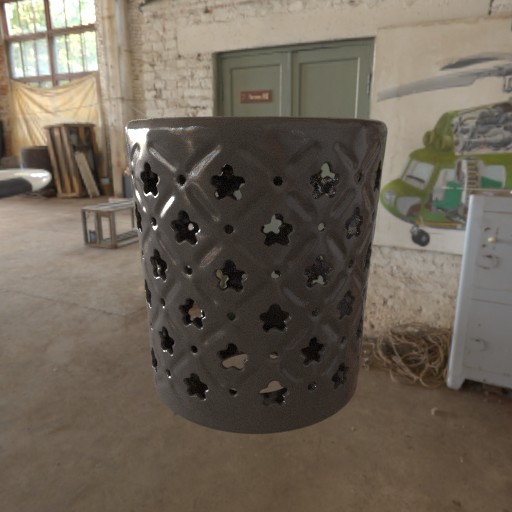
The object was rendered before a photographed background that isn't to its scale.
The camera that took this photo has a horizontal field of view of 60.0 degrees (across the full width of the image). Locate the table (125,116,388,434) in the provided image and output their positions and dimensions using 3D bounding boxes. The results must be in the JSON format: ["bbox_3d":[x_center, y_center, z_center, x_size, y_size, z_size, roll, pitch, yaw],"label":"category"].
[{"bbox_3d":[0.000,0.000,0.660,0.352,0.387,0.352,0,15,0],"label":"table"}]
